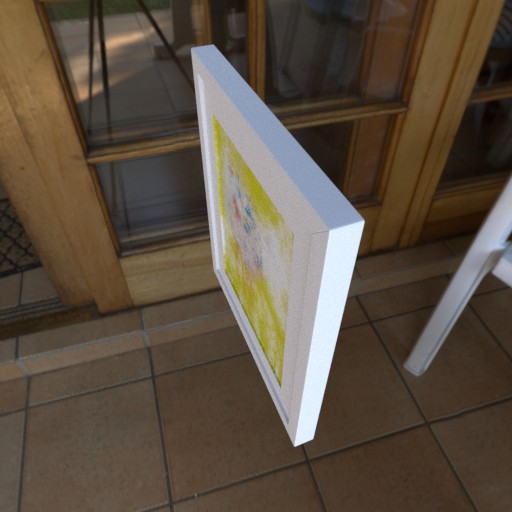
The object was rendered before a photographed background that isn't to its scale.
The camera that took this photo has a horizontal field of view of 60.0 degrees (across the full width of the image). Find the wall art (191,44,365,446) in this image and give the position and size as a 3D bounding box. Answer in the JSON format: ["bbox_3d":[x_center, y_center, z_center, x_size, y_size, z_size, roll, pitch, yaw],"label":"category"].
[{"bbox_3d":[0.000,0.000,0.542,0.028,0.381,0.331,-16,48,-15],"label":"wall art"}]
